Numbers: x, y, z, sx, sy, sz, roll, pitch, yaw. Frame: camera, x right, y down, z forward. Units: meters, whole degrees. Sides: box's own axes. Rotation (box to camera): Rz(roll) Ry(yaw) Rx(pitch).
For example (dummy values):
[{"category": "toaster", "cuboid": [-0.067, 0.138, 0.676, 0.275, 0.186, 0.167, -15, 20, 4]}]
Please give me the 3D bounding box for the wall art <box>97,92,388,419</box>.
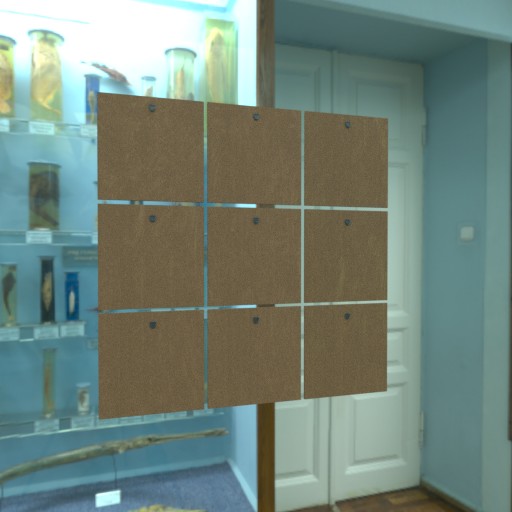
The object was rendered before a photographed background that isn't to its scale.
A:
[{"category": "wall art", "cuboid": [0.000, 0.000, 2.266, 1.526, 1.522, 0.023, 0, 1, -16]}]
